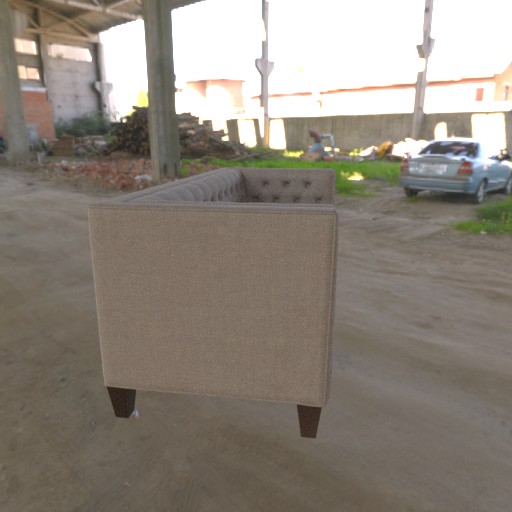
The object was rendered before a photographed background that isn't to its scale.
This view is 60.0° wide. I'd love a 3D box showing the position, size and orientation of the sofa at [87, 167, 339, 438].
[{"bbox_3d":[0.000,0.000,2.239,0.775,0.762,1.778,2,15,9],"label":"sofa"}]
